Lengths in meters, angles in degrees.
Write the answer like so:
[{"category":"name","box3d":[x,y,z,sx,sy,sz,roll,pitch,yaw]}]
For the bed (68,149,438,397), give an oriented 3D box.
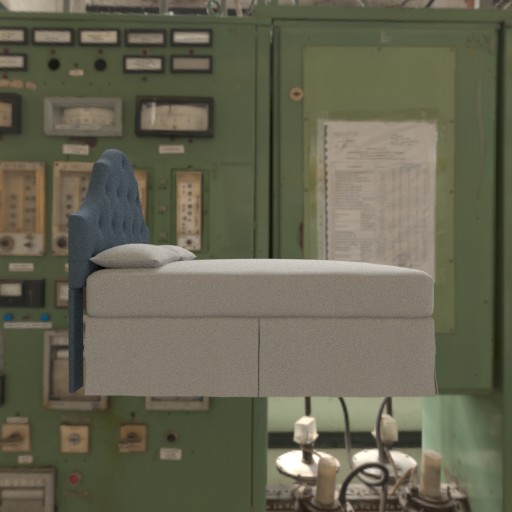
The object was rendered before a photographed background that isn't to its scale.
[{"category":"bed","box3d":[0.000,0.000,3.307,2.155,1.575,1.636,0,1,1]}]
